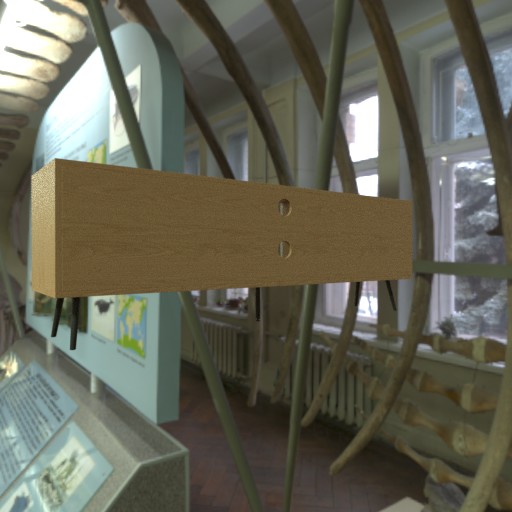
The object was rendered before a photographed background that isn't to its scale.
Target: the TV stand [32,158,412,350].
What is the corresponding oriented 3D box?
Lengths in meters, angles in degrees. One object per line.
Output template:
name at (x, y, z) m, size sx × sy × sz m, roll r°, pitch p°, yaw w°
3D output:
TV stand at (0.000, 0.000, 1.985) m, size 1.760 × 0.580 × 0.400 m, roll 0°, pitch 0°, yaw -36°
